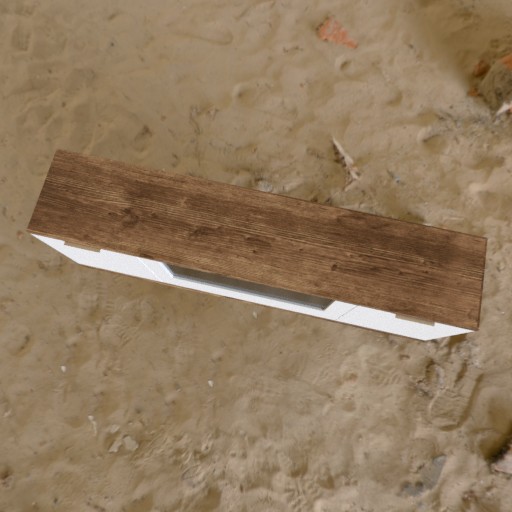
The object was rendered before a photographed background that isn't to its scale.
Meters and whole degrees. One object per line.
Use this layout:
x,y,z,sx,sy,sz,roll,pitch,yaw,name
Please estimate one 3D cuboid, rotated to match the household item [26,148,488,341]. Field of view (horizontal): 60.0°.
0.000,0.000,2.060,1.800,0.615,0.390,12,76,3,household item
